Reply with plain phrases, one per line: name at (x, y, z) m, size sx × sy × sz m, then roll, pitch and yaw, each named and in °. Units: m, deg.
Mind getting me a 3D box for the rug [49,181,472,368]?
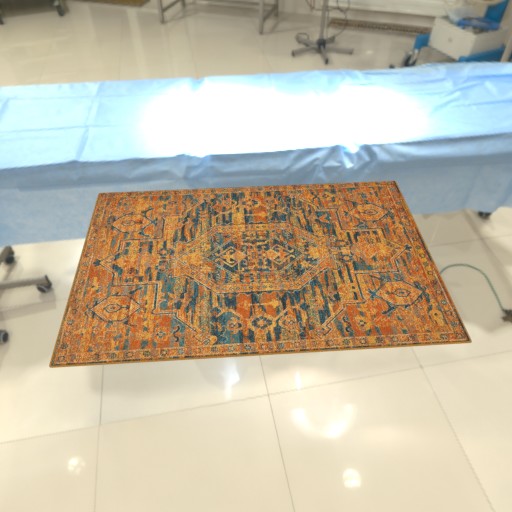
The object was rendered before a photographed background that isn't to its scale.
rug at (0.000, 0.000, 1.093) m, size 0.863 × 0.008 × 0.557 m, roll -3°, pitch 46°, yaw -3°
